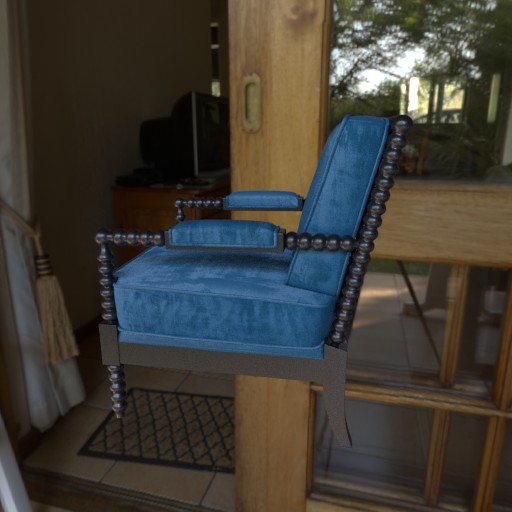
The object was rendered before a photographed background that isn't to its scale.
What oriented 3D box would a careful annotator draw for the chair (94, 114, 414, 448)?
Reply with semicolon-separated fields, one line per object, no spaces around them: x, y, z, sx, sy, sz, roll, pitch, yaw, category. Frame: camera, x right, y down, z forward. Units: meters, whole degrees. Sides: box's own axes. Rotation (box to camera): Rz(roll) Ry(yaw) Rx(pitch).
0.000;0.000;1.423;0.805;0.857;0.688;3;16;10;chair
